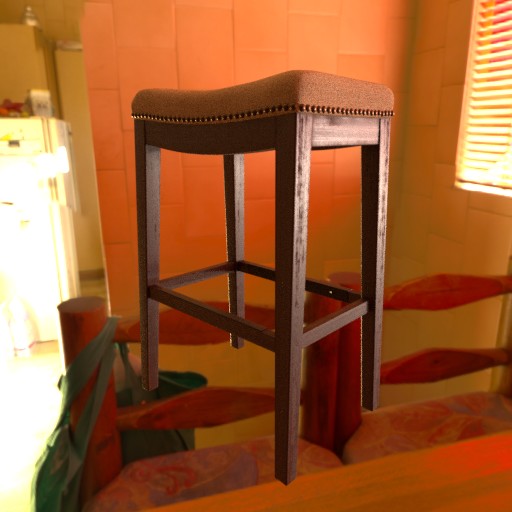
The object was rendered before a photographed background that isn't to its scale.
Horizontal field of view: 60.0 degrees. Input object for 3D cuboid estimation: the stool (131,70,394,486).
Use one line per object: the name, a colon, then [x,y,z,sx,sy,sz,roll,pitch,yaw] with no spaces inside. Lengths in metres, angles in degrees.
stool: [0.000,0.000,1.056,0.509,0.768,0.363,14,21,42]
